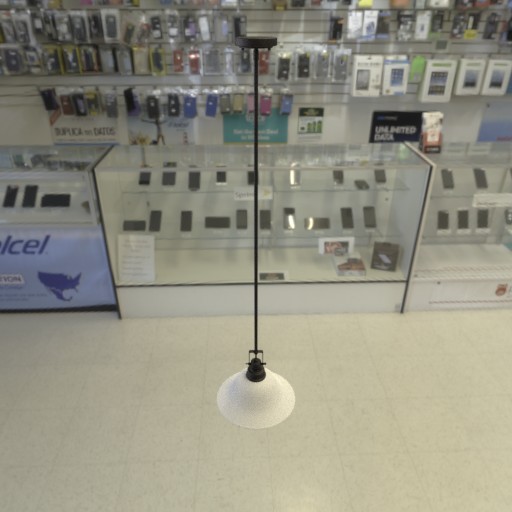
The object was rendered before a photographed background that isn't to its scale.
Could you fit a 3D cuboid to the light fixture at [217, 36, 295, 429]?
[{"bbox_3d":[0.000,0.000,1.510,0.324,1.337,0.324,0,29,0],"label":"light fixture"}]
